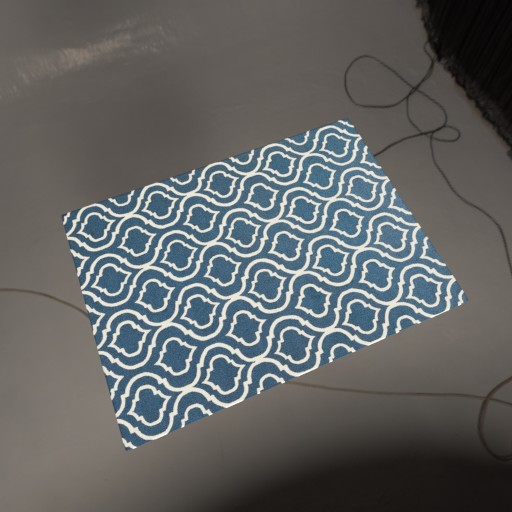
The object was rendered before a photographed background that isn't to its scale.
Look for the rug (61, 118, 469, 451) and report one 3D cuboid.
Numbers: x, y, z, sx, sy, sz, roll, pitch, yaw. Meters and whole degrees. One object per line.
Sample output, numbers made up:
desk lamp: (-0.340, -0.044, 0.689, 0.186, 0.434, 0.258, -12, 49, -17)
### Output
rug: (0.000, 0.000, 4.393, 3.353, 0.010, 2.438, -21, 67, -10)
